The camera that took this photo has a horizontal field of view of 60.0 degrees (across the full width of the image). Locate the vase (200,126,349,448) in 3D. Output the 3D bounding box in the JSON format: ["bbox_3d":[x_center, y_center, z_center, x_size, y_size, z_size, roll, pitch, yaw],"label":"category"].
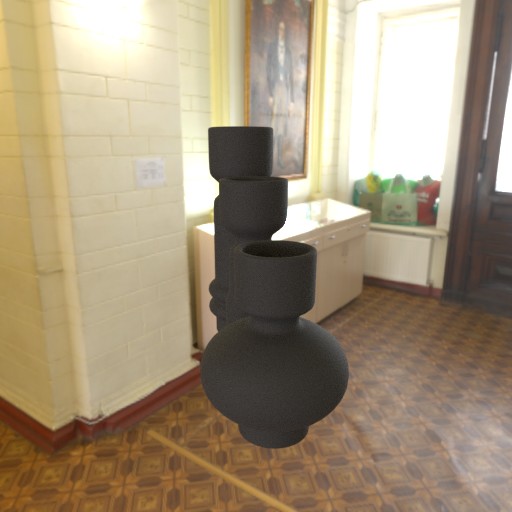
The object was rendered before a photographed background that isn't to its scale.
[{"bbox_3d":[0.000,0.000,0.433,0.120,0.249,0.307,-2,14,-9],"label":"vase"}]
